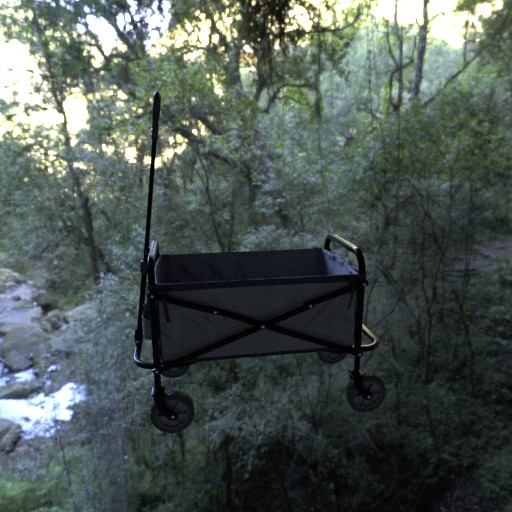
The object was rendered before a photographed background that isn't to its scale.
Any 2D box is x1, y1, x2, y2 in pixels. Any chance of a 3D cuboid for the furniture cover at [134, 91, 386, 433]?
[{"bbox_3d":[0.000,0.000,1.871,1.038,1.295,0.532,-3,15,-10],"label":"furniture cover"}]
